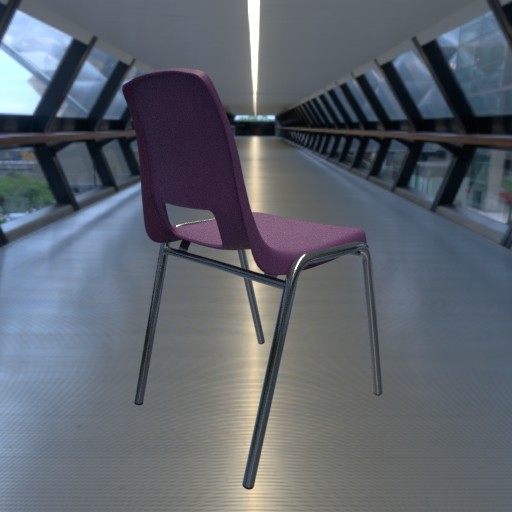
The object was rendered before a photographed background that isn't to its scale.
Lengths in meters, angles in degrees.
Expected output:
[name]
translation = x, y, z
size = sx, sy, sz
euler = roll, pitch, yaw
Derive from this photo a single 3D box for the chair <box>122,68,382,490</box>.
[chair]
translation = 0.000, 0.000, 0.889
size = 0.381, 0.654, 0.432
euler = 14, 21, 42
